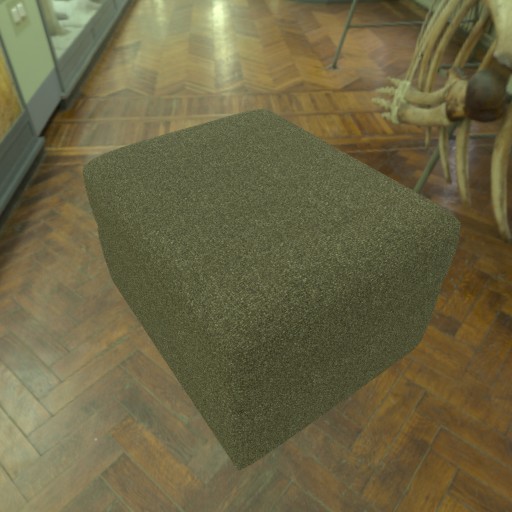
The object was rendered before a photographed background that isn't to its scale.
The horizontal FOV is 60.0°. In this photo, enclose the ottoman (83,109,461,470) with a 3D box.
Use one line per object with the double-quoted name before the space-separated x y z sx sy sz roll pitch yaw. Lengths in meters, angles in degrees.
"ottoman" 0.000 0.000 1.130 0.598 0.476 0.742 -25 47 -26
